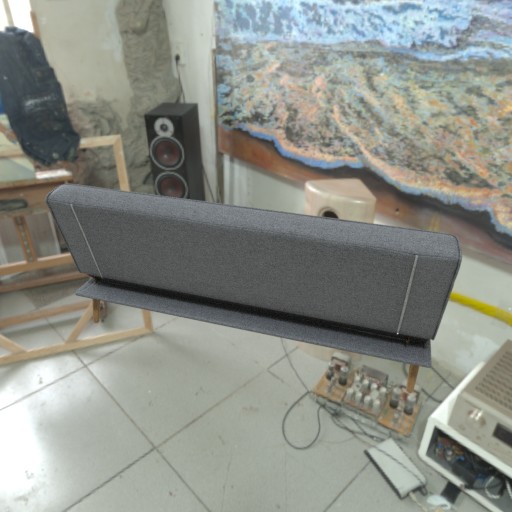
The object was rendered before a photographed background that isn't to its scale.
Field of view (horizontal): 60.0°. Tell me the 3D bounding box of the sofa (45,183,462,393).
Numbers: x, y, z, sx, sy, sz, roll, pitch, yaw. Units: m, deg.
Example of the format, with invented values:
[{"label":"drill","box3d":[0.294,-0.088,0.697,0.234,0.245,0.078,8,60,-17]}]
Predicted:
[{"label":"sofa","box3d":[0.000,0.000,2.352,1.820,0.830,0.810,9,32,15]}]
